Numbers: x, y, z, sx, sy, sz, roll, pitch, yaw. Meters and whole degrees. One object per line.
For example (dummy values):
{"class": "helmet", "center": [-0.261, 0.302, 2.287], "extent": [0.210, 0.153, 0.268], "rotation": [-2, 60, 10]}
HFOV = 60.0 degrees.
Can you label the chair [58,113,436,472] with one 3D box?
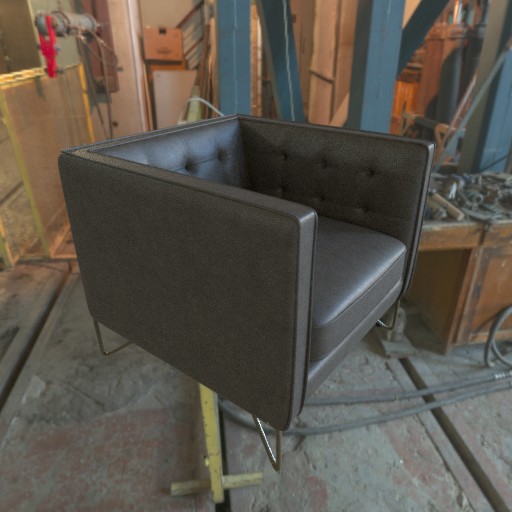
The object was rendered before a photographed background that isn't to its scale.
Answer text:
{"class": "chair", "center": [0.000, 0.000, 1.571], "extent": [0.894, 0.790, 0.880], "rotation": [19, 33, 33]}
